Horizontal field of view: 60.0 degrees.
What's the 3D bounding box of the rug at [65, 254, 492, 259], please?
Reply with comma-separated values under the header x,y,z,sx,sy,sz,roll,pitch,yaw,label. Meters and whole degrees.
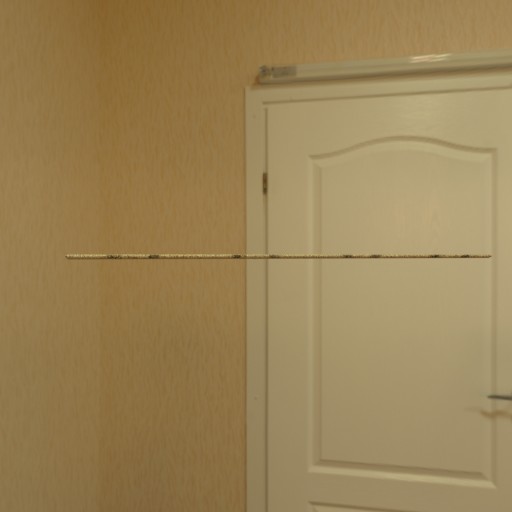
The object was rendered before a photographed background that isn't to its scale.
x,y,z,sx,sy,sz,roll,pitch,yaw,label
0.000,0.000,4.018,3.000,0.026,2.399,0,0,-19,rug
